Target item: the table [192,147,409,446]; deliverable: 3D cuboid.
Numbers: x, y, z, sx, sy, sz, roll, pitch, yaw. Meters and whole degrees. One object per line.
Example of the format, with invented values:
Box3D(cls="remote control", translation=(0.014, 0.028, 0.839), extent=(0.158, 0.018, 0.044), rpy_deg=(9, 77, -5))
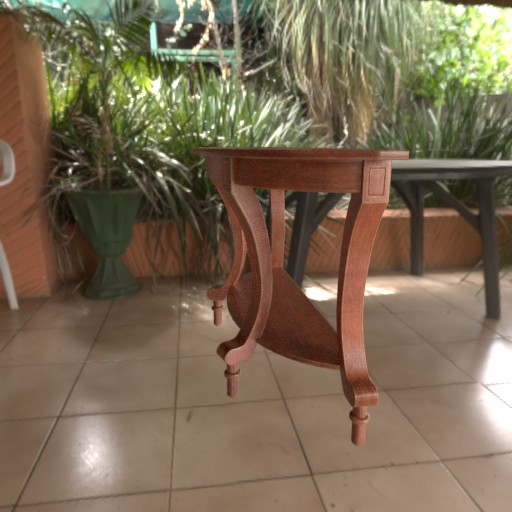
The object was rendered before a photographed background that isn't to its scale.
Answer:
Box3D(cls="table", translation=(0.000, 0.000, 1.474), extent=(0.394, 0.699, 1.198), rpy_deg=(-2, 14, -9))
